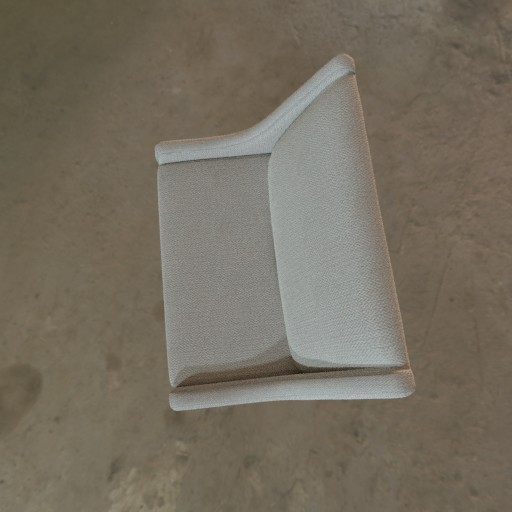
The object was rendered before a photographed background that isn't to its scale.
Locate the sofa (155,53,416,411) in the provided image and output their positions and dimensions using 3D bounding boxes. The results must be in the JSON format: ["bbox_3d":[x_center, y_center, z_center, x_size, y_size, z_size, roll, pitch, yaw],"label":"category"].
[{"bbox_3d":[0.000,0.000,1.954,0.870,1.022,1.242,-6,76,-2],"label":"sofa"}]
